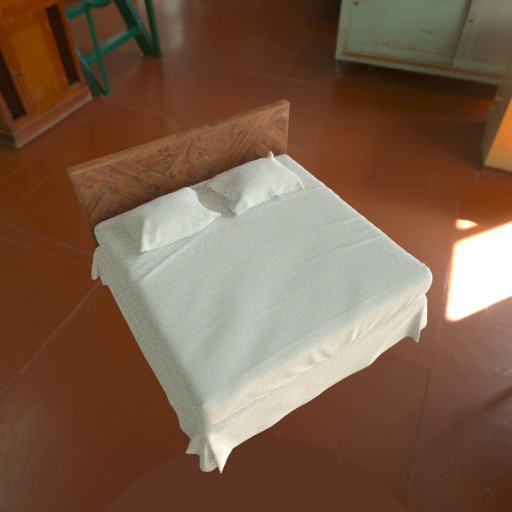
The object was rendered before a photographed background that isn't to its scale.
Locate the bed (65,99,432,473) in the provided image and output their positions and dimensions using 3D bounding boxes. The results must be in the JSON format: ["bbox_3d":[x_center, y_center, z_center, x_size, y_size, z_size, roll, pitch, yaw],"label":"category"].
[{"bbox_3d":[0.000,0.000,3.484,2.255,1.158,2.165,-25,51,-22],"label":"bed"}]
